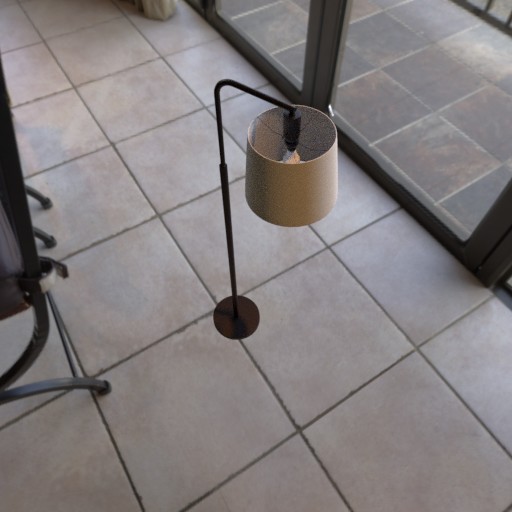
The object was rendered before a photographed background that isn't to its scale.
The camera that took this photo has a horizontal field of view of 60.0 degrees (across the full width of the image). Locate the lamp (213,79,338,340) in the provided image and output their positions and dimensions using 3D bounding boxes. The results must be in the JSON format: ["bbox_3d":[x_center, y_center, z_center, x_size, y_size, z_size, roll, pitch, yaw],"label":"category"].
[{"bbox_3d":[0.000,0.000,1.666,0.508,1.478,0.254,34,64,20],"label":"lamp"}]
